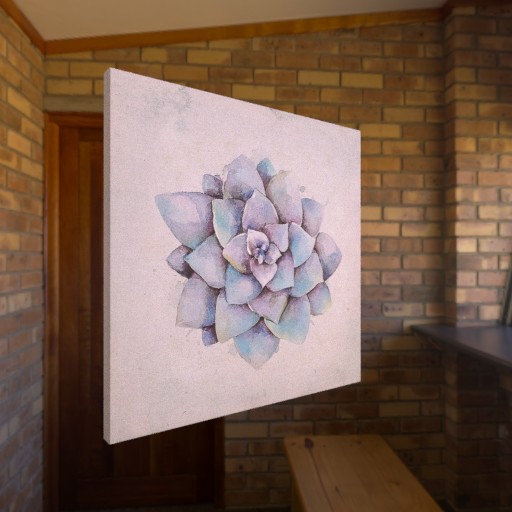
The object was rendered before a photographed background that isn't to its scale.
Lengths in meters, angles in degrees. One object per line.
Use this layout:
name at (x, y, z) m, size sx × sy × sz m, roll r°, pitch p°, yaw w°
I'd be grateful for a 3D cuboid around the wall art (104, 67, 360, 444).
wall art at (0.000, 0.000, 1.134) m, size 0.762 × 0.762 × 0.038 m, roll 0°, pitch 0°, yaw -36°
